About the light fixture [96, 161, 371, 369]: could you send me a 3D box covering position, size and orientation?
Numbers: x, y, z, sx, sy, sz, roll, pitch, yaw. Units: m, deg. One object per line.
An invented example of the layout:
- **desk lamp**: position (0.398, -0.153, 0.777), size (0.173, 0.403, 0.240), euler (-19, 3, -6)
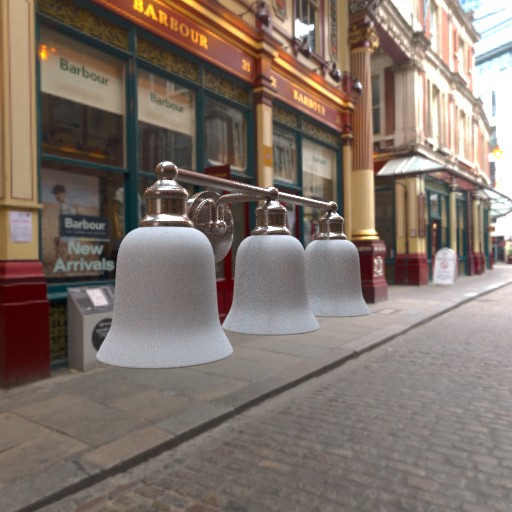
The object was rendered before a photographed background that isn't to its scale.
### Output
- **light fixture**: position (0.000, 0.000, 0.674), size (0.198, 0.211, 0.570), euler (0, 0, 34)
